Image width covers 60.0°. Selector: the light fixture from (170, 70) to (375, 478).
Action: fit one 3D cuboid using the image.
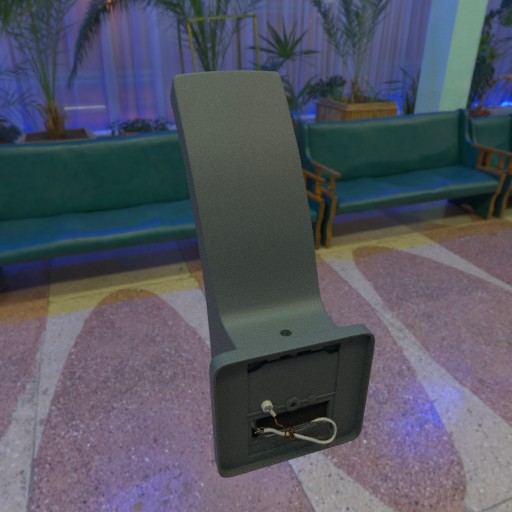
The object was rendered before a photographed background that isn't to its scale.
[{"bbox_3d":[0.000,0.000,0.327,0.108,0.243,0.174,-9,29,-16],"label":"light fixture"}]
